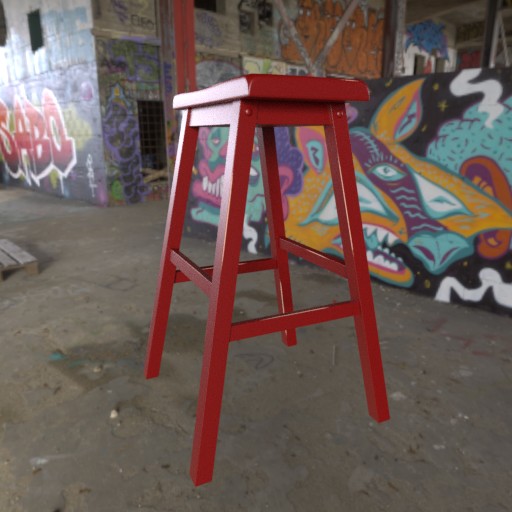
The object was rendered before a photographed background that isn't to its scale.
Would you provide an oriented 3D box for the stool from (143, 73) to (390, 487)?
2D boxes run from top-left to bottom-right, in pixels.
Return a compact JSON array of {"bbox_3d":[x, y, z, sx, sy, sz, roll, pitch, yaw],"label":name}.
[{"bbox_3d":[0.000,0.000,1.037,0.476,0.737,0.457,-7,17,-25],"label":"stool"}]
